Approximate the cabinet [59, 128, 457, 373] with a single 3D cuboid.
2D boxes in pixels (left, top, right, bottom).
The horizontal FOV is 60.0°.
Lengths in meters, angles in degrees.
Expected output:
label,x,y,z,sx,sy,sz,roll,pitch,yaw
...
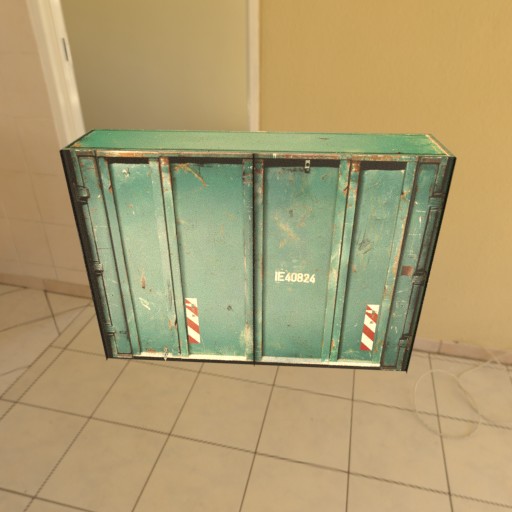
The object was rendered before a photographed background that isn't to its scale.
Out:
label,x,y,z,sx,sy,sz,roll,pitch,yaw
cabinet,0.000,0.000,4.170,3.001,2.160,0.680,2,30,3
